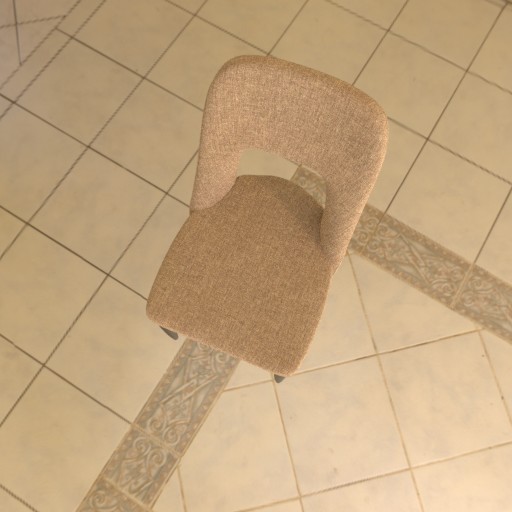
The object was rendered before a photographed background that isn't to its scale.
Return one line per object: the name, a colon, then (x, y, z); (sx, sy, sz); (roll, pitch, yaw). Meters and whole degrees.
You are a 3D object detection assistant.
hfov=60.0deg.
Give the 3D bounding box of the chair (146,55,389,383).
chair: (0.000, 0.000, 1.279); (0.470, 0.931, 0.612); (22, 76, 6)
